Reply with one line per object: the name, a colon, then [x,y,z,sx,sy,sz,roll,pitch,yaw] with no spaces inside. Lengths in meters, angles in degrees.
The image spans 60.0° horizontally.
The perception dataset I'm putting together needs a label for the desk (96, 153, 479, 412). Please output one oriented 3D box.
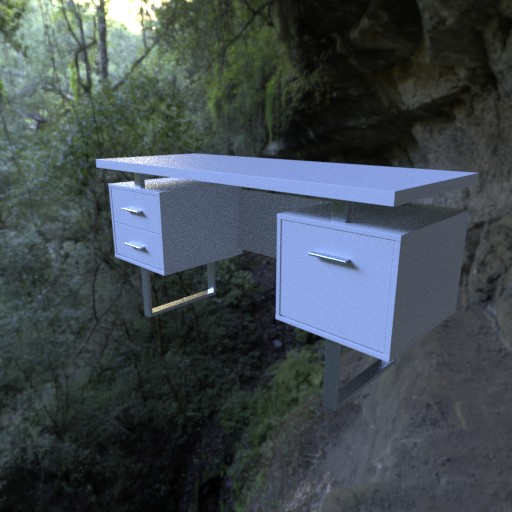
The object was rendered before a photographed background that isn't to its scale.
desk: [0.000,0.000,1.916,1.530,0.773,0.603,15,22,41]
